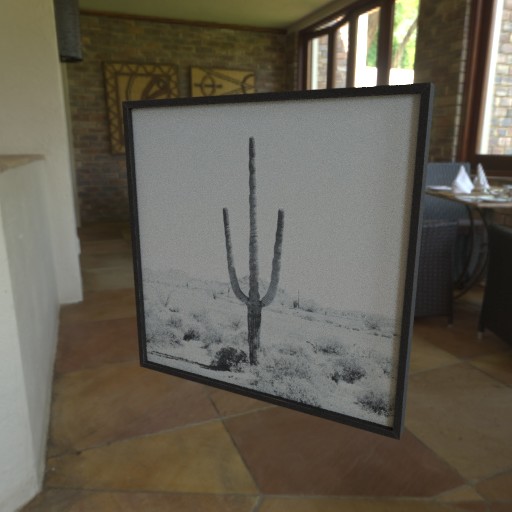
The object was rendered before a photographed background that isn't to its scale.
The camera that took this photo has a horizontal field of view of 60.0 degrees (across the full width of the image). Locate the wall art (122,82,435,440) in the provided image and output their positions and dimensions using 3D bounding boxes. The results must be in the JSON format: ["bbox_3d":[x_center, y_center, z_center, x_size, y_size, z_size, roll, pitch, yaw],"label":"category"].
[{"bbox_3d":[0.000,0.000,0.739,0.508,0.508,0.038,7,15,26],"label":"wall art"}]
